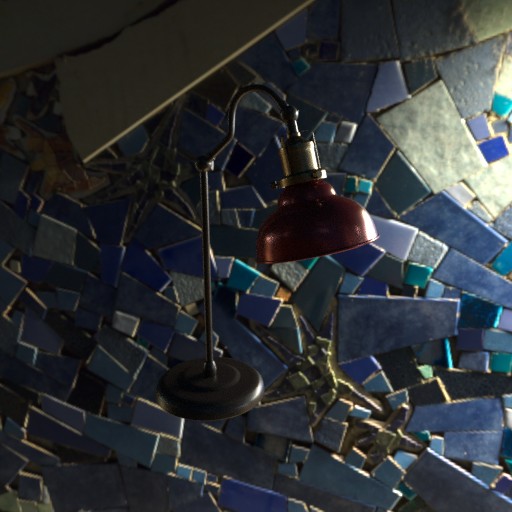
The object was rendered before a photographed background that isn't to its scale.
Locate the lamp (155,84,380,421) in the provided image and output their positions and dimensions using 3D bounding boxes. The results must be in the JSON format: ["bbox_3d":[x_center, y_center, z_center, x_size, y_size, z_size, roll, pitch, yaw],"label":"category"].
[{"bbox_3d":[0.000,0.000,0.695,0.374,0.508,0.192,6,14,26],"label":"lamp"}]
